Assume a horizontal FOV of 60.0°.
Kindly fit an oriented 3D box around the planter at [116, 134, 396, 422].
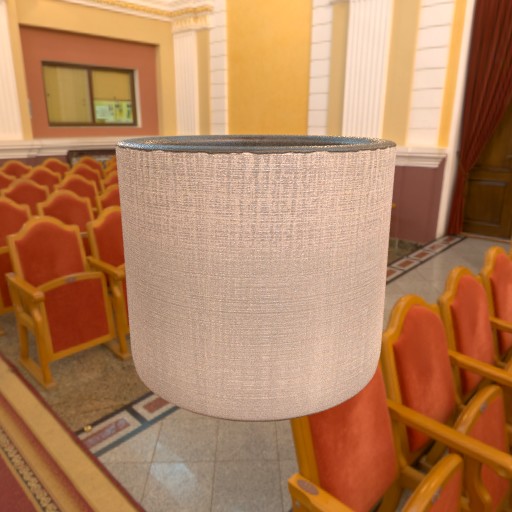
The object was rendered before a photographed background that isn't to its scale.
[{"bbox_3d":[0.000,0.000,0.219,0.125,0.112,0.125,0,17,0],"label":"planter"}]
